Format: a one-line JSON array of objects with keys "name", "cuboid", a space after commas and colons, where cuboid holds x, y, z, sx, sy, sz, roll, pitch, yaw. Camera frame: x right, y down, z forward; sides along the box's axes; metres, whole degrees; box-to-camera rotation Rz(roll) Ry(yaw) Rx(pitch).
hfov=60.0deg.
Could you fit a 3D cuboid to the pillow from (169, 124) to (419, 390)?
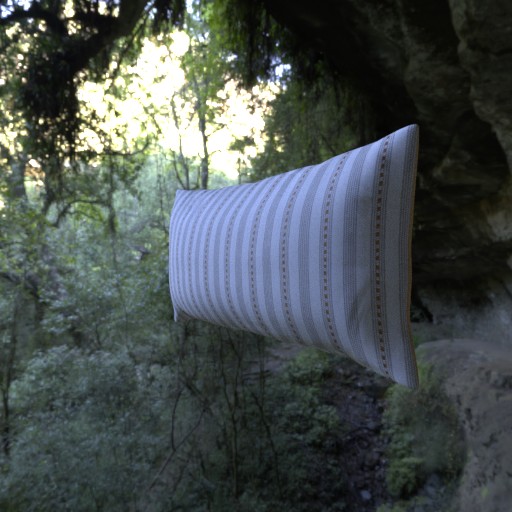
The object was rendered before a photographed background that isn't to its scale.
[{"name": "pillow", "cuboid": [0.000, 0.000, 0.728, 0.151, 0.291, 0.608, 0, 0, -35]}]
